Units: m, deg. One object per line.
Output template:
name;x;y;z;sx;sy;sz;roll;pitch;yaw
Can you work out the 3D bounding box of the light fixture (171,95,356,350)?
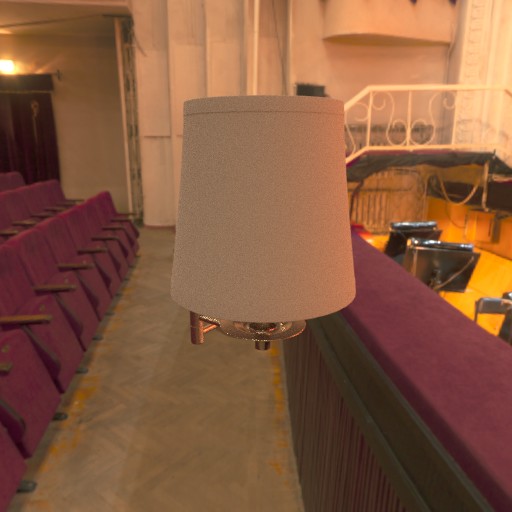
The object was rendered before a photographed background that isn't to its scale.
light fixture;0.000;0.000;0.599;0.223;0.381;0.348;-2;14;-8
